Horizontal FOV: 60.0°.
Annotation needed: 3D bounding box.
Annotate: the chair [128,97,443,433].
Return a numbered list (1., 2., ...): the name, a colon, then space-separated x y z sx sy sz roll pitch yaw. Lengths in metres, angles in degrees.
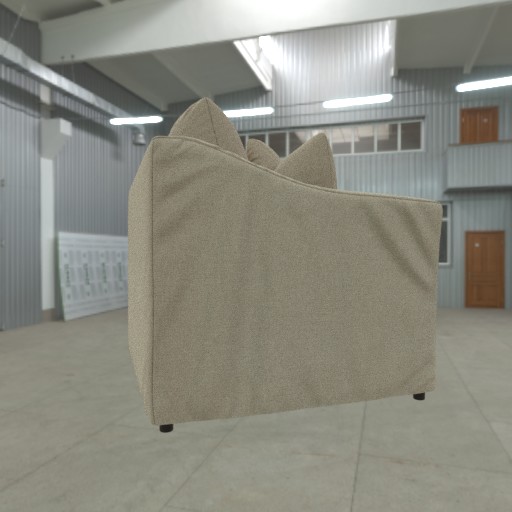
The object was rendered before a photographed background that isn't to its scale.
1. chair: 0.000 0.000 2.006 1.071 1.093 1.194 0 0 -19
